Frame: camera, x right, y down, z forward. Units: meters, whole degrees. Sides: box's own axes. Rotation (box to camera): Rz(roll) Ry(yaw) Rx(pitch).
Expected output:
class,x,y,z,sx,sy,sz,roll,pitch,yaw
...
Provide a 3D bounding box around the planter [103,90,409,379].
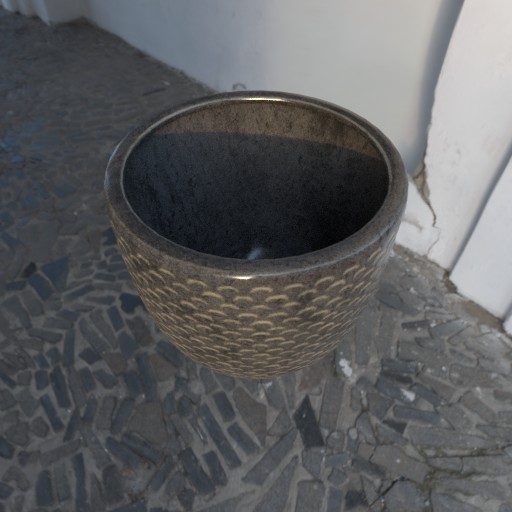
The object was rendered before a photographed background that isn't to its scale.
class,x,y,z,sx,sy,sz,roll,pitch,yaw
planter,0.000,0.000,0.311,0.172,0.160,0.172,0,47,0
